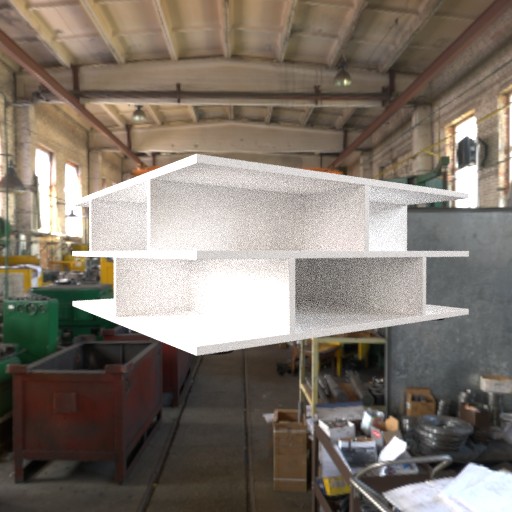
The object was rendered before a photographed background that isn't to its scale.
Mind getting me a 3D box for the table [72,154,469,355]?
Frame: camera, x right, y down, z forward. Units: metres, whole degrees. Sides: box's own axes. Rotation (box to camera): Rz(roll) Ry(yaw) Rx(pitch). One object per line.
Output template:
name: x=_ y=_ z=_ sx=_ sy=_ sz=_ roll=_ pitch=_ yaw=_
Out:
table: x=0.000 y=0.000 z=1.098 sx=0.700 sy=0.289 sz=0.700 roll=0 pitch=1 yaw=-36
